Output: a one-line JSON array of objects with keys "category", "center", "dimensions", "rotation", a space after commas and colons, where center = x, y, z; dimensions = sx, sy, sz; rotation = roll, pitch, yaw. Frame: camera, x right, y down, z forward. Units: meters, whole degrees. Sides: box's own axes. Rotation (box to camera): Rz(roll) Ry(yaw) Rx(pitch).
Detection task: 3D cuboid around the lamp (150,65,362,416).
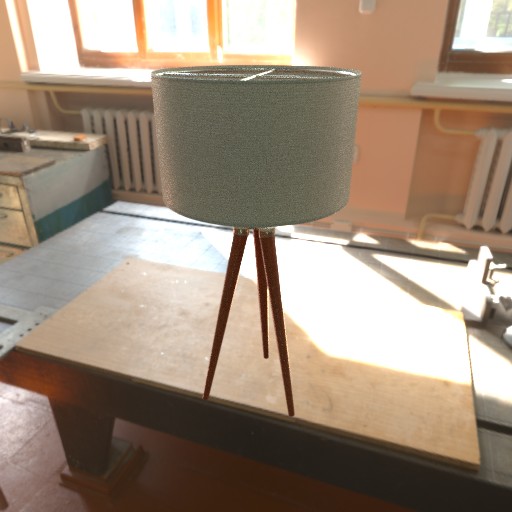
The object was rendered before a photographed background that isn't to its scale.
[{"category": "lamp", "center": [0.000, 0.000, 0.918], "dimensions": [0.355, 0.709, 0.354], "rotation": [-18, 31, -31]}]
